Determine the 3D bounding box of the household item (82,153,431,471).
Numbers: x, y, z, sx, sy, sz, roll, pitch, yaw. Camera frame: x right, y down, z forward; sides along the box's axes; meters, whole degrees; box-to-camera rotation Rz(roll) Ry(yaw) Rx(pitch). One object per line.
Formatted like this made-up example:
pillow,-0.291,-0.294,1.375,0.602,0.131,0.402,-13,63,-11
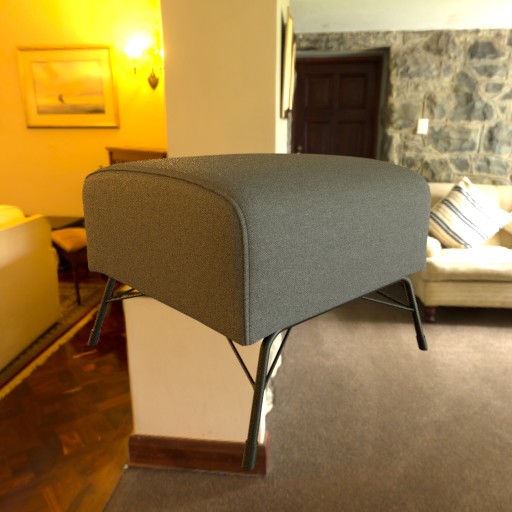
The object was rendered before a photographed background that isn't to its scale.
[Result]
household item,0.000,0.000,0.913,0.530,0.410,0.530,-14,21,-41
